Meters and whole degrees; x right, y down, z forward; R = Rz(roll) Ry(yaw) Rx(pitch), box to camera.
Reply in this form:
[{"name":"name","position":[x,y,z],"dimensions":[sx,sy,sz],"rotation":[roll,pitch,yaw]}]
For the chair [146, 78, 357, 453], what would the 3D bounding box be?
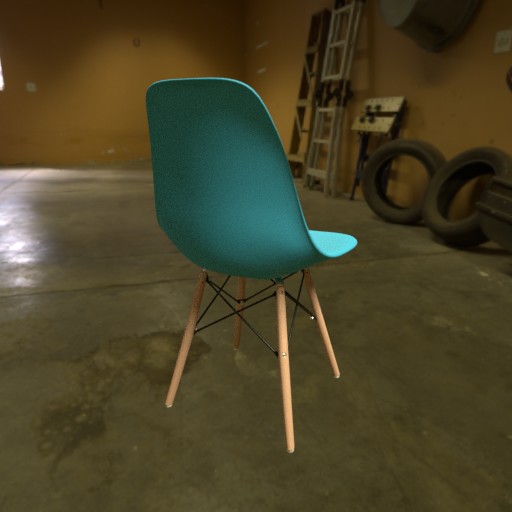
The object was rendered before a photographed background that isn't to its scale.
[{"name":"chair","position":[0.000,0.000,1.155],"dimensions":[0.470,0.826,0.531],"rotation":[9,20,27]}]
